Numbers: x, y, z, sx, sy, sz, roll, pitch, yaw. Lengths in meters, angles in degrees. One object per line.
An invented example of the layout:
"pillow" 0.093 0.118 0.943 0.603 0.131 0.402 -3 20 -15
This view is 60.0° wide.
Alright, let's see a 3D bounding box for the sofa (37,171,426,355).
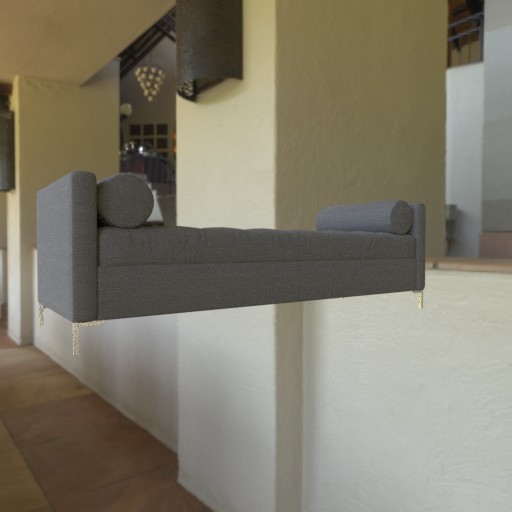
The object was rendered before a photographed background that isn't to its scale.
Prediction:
"sofa" 0.000 0.000 2.322 1.981 0.635 0.686 -1 2 -35
